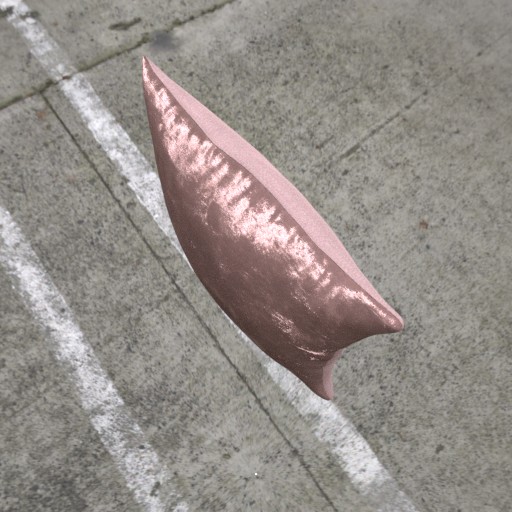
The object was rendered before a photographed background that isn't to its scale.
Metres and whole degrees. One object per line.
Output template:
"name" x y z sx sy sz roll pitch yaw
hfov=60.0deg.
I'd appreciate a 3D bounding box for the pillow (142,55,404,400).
"pillow" 0.000 0.000 0.707 0.175 0.464 0.470 -34 69 -15
